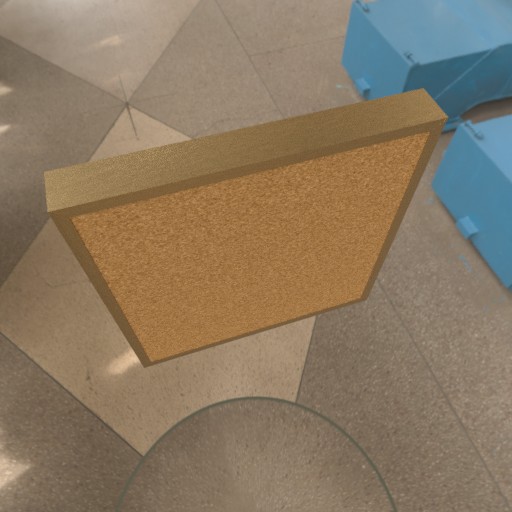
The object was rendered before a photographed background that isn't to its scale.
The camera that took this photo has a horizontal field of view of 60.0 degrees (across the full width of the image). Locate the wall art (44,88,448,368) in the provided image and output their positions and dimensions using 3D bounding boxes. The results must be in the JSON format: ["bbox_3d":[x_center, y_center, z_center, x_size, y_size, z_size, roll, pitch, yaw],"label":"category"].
[{"bbox_3d":[0.000,0.000,0.457,0.304,0.305,0.038,-15,58,-10],"label":"wall art"}]
